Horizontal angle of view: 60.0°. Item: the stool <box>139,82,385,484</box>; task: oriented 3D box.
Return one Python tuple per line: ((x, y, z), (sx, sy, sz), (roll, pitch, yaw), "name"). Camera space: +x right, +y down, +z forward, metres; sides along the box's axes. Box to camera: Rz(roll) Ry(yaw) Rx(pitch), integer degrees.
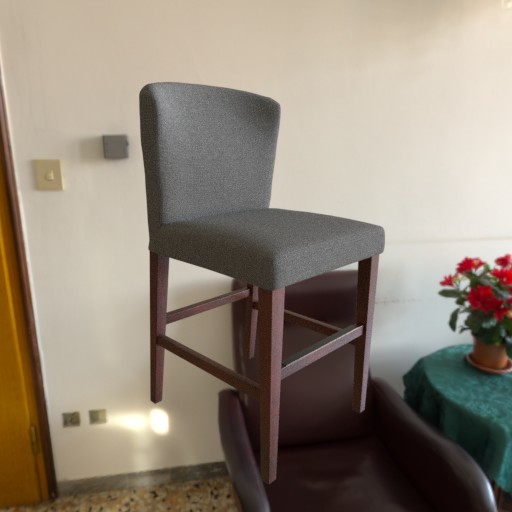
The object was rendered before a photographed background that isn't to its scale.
((0.000, 0.000, 1.271), (0.568, 0.968, 0.479), (14, 20, 43), "stool")
